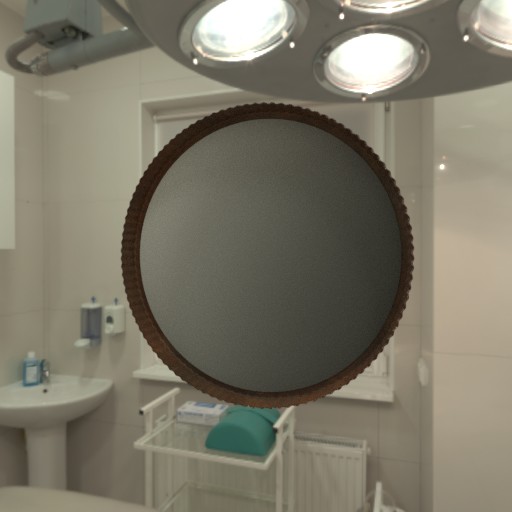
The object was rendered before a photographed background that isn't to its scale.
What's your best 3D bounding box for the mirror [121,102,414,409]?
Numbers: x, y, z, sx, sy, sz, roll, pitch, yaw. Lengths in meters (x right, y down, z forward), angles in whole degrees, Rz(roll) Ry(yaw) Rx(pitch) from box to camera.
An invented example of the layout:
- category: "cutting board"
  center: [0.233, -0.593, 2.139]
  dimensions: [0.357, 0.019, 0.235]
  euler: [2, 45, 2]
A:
- category: "mirror"
  center: [0.000, 0.000, 0.905]
  dimensions: [0.609, 0.609, 0.056]
  euler: [0, 1, 18]
